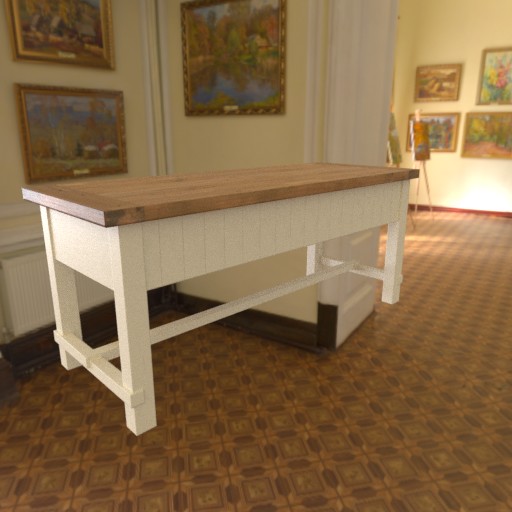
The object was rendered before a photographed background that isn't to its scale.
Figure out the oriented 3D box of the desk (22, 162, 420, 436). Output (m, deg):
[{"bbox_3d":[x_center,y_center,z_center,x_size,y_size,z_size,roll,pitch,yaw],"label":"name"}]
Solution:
[{"bbox_3d":[0.000,0.000,2.150,1.803,0.762,0.688,-15,22,-42],"label":"desk"}]
